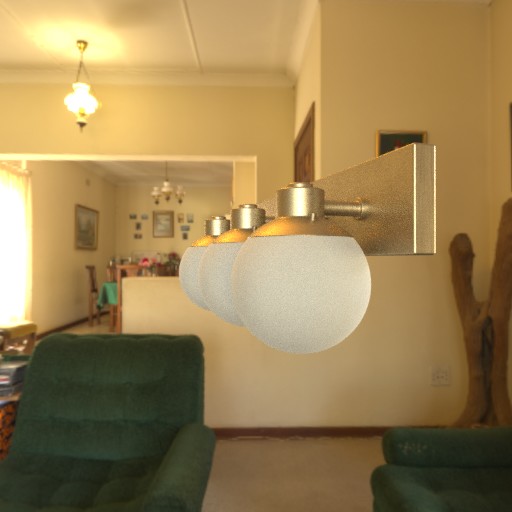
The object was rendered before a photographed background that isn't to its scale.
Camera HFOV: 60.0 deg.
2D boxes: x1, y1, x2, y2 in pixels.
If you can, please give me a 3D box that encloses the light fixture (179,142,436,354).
[{"bbox_3d":[0.000,0.000,0.836,0.218,0.263,0.721,0,0,-18],"label":"light fixture"}]
